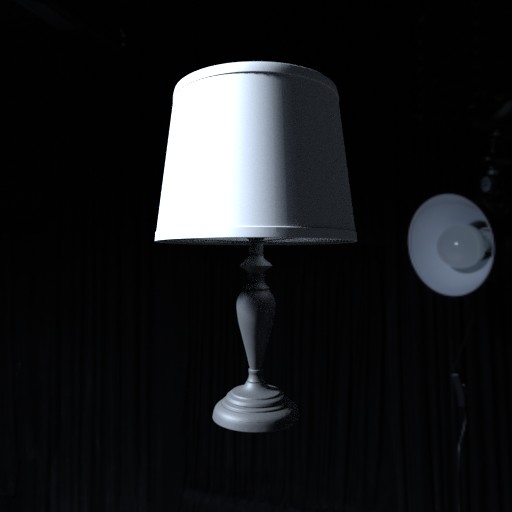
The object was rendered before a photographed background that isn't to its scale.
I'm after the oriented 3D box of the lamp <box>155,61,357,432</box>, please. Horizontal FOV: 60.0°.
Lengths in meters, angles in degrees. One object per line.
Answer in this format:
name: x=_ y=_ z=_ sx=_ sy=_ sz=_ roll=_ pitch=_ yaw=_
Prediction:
lamp: x=0.000 y=0.000 z=0.696 sx=0.310 sy=0.501 sz=0.310 roll=0 pitch=0 yaw=0
